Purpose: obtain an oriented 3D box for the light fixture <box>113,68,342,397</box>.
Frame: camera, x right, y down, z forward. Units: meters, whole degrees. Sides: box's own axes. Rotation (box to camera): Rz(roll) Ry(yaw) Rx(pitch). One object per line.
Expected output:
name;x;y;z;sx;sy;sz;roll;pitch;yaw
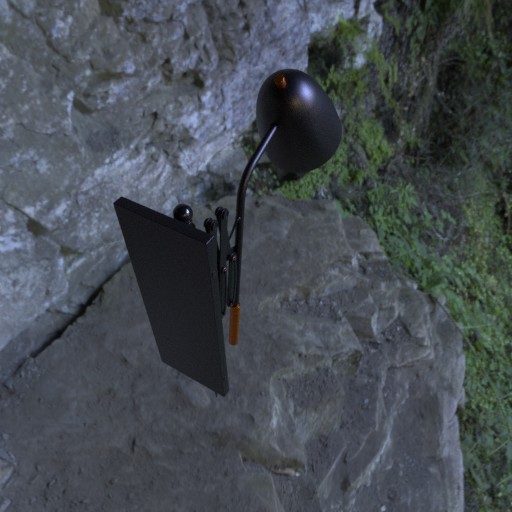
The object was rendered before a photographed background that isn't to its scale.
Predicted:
light fixture;0.000;0.000;0.930;0.162;0.715;0.499;23;51;20
